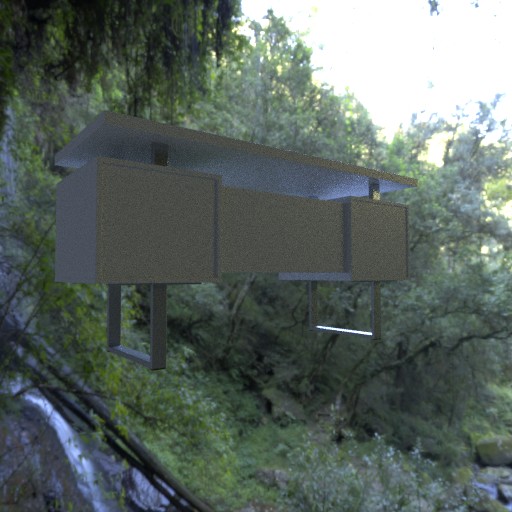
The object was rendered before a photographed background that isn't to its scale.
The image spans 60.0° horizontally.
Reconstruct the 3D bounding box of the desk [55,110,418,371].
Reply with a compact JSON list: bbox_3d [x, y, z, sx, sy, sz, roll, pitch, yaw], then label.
[{"bbox_3d":[0.000,0.000,1.940,1.530,0.773,0.603,2,-3,-37],"label":"desk"}]
